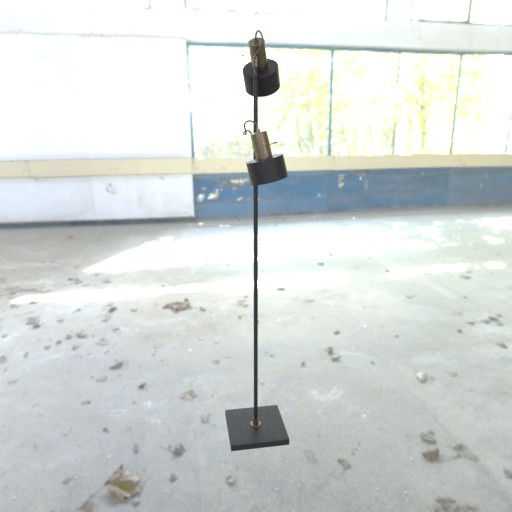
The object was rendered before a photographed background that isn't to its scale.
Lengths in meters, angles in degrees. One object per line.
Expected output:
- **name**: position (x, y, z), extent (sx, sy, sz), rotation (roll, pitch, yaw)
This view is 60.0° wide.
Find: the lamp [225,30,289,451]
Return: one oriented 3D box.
- **lamp**: position (0.000, 0.000, 1.634), extent (0.233, 1.505, 0.315), rotation (-3, 16, -9)
